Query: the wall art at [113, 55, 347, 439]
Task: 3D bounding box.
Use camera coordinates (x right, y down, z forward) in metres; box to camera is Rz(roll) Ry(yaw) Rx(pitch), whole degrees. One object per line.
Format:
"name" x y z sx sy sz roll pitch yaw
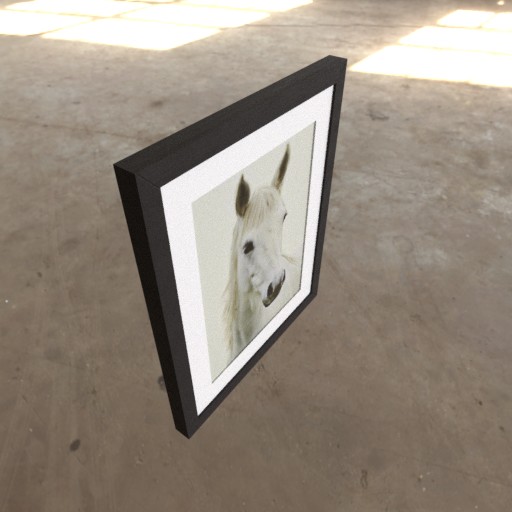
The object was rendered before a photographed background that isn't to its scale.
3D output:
"wall art" 0.000 0.000 0.773 0.034 0.552 0.455 26 47 27
